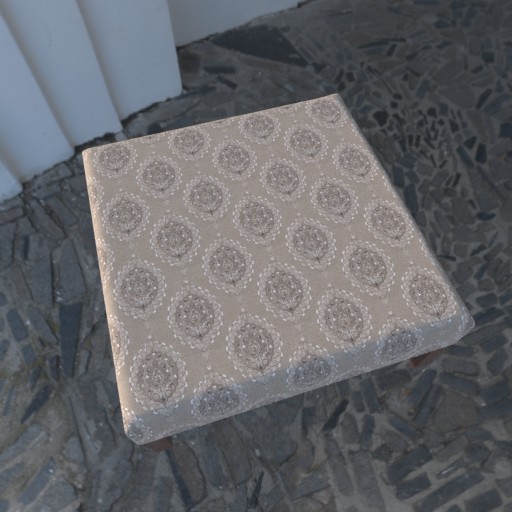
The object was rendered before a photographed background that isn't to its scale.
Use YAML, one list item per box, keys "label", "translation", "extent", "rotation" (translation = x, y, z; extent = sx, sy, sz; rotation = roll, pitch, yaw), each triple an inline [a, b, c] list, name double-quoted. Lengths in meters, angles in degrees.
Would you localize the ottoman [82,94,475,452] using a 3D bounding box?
- label: "ottoman"
  translation: [0.000, 0.000, 1.388]
  extent: [0.889, 0.411, 0.890]
  rotation: [-15, 61, -9]
